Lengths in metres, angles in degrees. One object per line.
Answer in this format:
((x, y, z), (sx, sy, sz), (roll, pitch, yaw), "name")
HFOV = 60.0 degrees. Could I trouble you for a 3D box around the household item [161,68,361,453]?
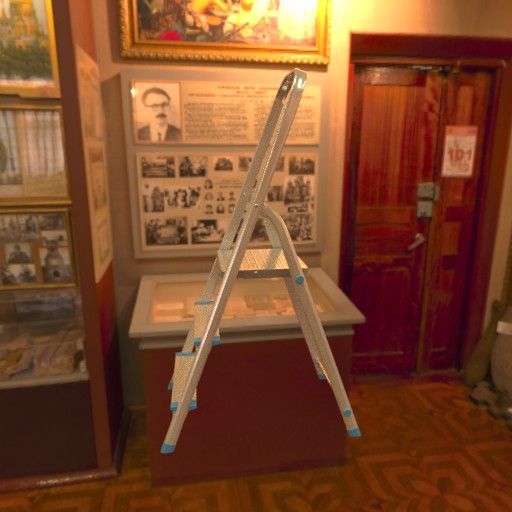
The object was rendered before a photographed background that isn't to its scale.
((0.000, 0.000, 1.556), (0.687, 1.215, 0.420), (-2, 14, -7), "household item")
